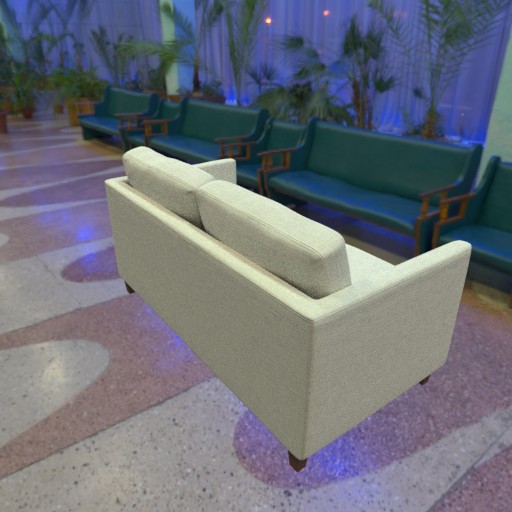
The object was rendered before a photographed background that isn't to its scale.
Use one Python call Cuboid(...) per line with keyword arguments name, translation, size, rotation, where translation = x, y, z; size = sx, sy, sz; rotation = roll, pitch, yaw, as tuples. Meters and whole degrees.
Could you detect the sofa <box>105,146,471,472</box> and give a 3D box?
Cuboid(name="sofa", translation=(0.000, 0.000, 2.369), size=(0.950, 0.963, 1.838), rotation=(-18, 32, -32))
